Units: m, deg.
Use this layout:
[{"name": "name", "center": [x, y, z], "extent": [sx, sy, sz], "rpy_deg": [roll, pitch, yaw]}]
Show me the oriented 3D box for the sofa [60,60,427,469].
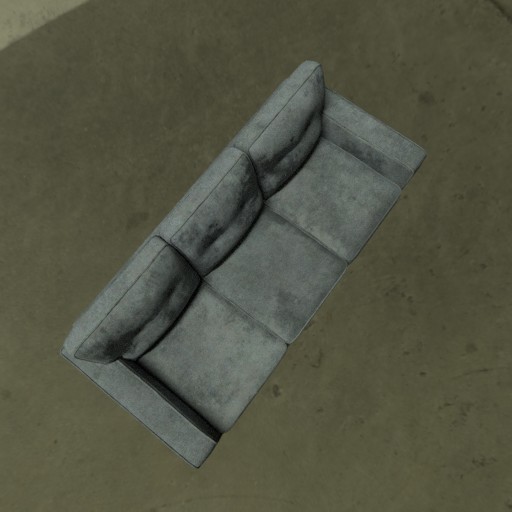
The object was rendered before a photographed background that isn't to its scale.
[{"name": "sofa", "center": [0.000, 0.000, 2.566], "extent": [0.939, 0.965, 2.133], "rpy_deg": [36, 78, 9]}]
